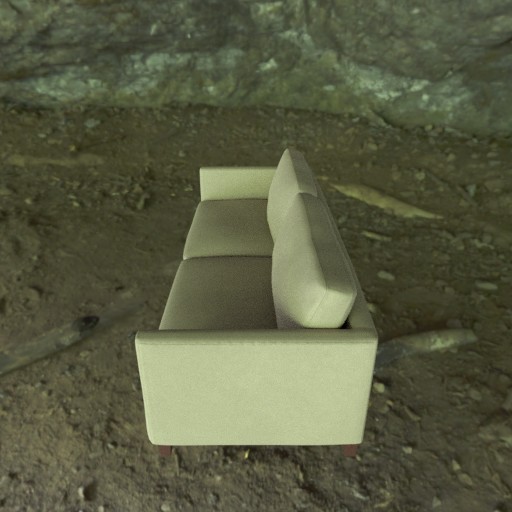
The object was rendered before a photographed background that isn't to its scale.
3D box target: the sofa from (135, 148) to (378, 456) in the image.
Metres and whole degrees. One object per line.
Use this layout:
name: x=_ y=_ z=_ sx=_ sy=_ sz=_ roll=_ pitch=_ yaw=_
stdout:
sofa: x=0.000 y=0.000 z=2.856 sx=0.988 sy=0.912 sz=2.404 roll=0 pitch=27 yaw=0
